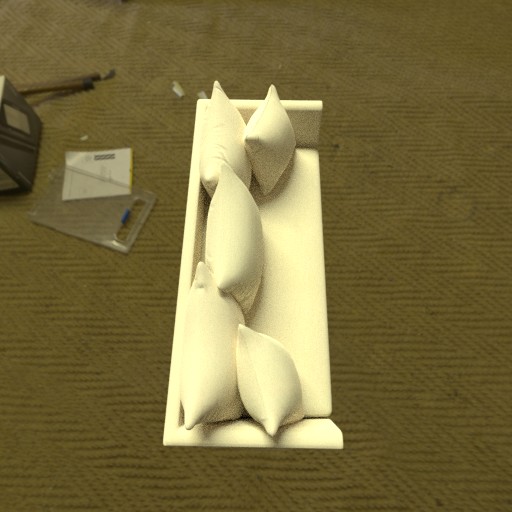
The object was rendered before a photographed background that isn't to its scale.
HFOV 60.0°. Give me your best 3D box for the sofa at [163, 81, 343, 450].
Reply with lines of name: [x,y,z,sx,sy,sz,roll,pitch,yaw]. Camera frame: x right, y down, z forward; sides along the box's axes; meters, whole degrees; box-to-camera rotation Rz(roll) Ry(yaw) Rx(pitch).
sofa: [0.000,0.000,3.102,1.030,1.042,2.484,1,65,0]
